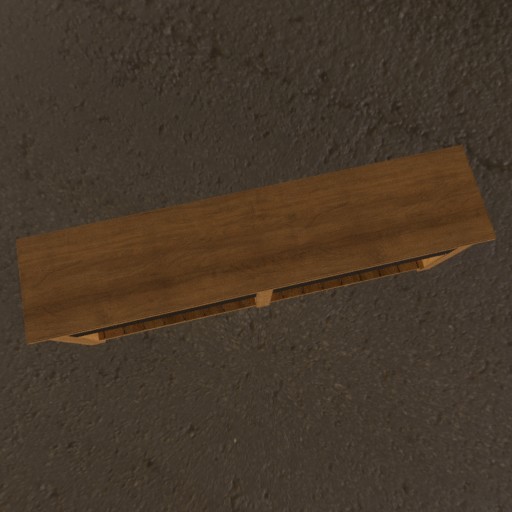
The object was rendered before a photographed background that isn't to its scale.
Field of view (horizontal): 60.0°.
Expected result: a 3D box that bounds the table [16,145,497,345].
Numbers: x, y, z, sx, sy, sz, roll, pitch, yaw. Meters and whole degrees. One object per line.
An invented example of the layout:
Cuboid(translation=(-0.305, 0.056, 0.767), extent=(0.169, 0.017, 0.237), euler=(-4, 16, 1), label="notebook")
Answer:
Cuboid(translation=(0.000, 0.000, 2.021), extent=(1.815, 0.635, 0.425), euler=(-12, 77, -3), label="table")
